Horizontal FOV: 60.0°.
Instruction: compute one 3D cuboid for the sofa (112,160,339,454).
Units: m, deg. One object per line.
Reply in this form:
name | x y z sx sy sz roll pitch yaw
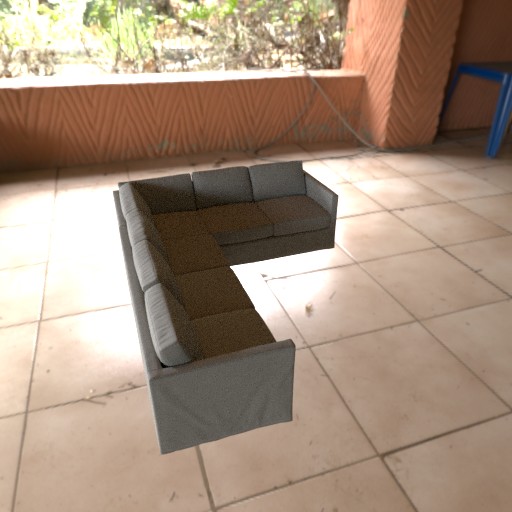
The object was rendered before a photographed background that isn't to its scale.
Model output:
sofa | 0.000 0.000 4.298 2.432 0.871 3.182 -10 31 -17
